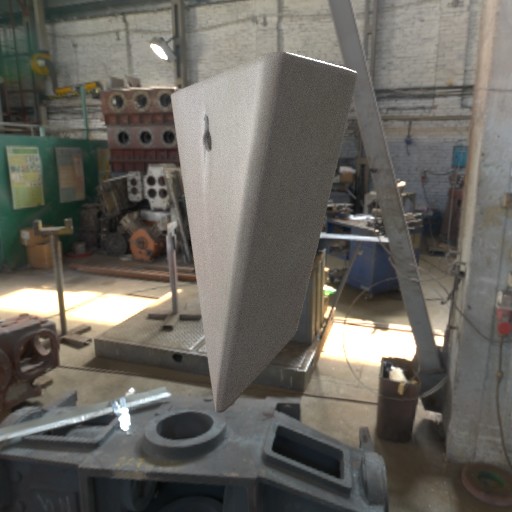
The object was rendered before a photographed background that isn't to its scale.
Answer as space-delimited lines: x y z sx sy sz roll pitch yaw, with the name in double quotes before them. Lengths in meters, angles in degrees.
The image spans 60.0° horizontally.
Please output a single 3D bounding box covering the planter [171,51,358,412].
"planter" 0.000 0.000 0.268 0.060 0.197 0.150 -6 15 -25
